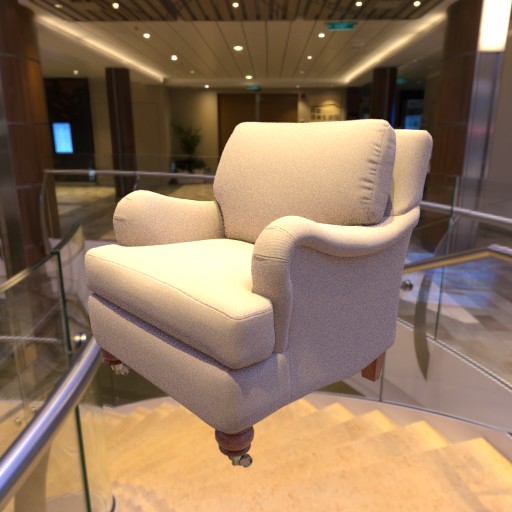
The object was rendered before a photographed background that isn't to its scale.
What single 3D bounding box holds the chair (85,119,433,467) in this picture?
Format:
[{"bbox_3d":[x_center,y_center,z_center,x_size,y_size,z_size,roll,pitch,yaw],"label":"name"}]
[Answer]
[{"bbox_3d":[0.000,0.000,1.765,1.070,1.038,0.955,-15,21,-42],"label":"chair"}]
